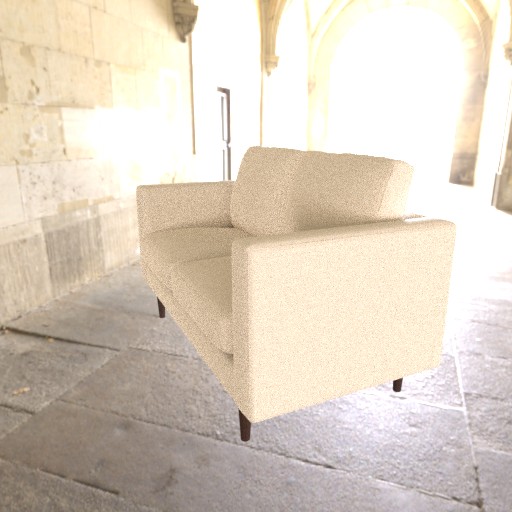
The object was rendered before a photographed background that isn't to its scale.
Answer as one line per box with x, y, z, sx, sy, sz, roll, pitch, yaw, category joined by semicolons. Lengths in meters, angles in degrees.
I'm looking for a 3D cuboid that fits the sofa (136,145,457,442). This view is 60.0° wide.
0.000;0.000;1.952;0.796;0.908;1.430;-8;18;-25;sofa
